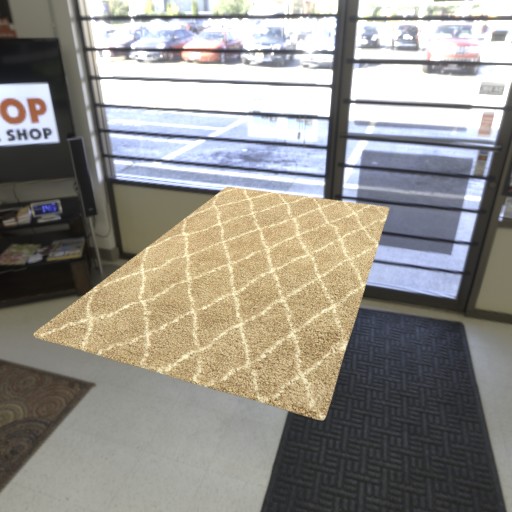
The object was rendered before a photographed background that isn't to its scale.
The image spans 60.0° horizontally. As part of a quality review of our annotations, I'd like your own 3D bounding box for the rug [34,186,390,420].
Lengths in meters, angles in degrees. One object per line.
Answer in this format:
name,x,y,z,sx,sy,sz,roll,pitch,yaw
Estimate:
rug,0.000,0.000,3.033,1.524,0.030,2.438,10,30,18
